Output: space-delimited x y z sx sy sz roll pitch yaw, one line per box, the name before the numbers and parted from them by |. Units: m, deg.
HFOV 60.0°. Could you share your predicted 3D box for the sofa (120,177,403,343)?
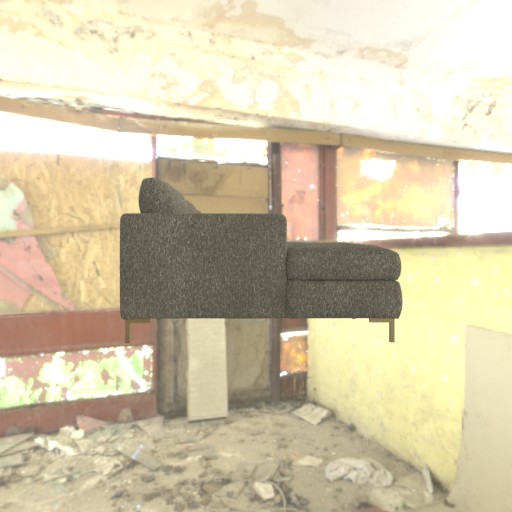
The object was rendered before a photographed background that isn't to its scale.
sofa | 0.000 0.000 3.526 1.350 0.810 2.932 0 0 -1
